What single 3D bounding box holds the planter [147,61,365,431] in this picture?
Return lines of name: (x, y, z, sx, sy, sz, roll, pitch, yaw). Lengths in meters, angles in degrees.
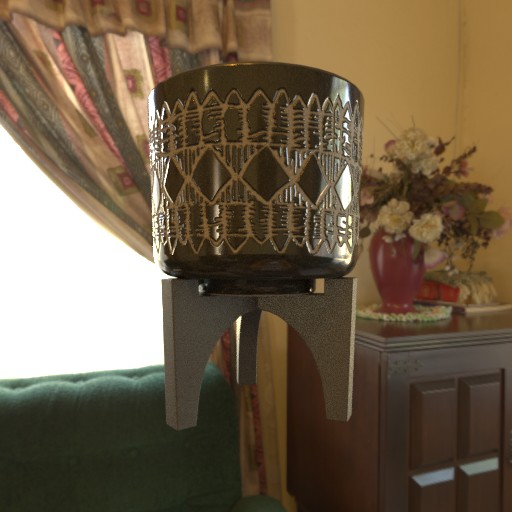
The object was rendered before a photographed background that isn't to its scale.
planter: (0.000, 0.000, 0.525, 0.251, 0.355, 0.251, 0, 0, -38)
